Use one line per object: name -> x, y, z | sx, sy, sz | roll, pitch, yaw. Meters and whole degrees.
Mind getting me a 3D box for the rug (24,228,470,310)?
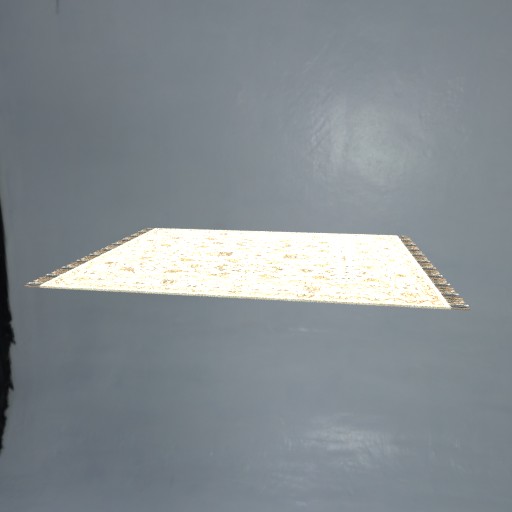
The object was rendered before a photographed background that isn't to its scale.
rug -> 0.000, 0.000, 2.286 | 1.726, 0.009, 1.278 | 2, 14, 9
